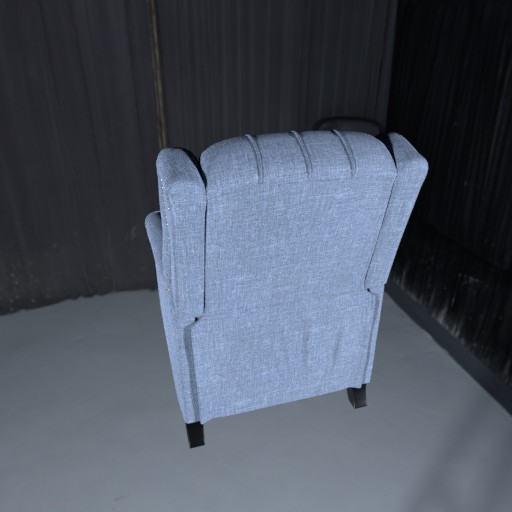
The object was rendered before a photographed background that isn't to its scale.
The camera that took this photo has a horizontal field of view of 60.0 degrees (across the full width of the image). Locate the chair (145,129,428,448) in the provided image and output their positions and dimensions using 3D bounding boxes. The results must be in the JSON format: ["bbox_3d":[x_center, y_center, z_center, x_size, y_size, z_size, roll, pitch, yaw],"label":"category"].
[{"bbox_3d":[0.000,0.000,1.624,0.742,1.035,0.898,-8,29,-15],"label":"chair"}]
